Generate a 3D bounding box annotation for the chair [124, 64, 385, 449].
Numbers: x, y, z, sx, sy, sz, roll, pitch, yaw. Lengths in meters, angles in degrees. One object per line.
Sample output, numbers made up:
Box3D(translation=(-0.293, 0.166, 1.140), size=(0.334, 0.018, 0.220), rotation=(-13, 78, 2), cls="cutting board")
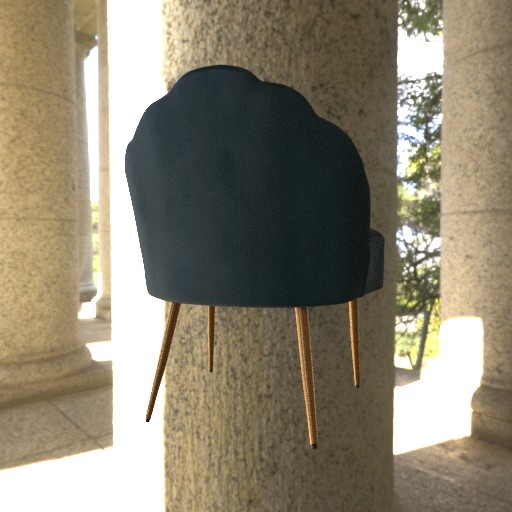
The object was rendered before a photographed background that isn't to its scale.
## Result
Box3D(translation=(0.000, 0.000, 1.217), size=(0.657, 0.819, 0.599), rotation=(1, 2, 20), cls="chair")
